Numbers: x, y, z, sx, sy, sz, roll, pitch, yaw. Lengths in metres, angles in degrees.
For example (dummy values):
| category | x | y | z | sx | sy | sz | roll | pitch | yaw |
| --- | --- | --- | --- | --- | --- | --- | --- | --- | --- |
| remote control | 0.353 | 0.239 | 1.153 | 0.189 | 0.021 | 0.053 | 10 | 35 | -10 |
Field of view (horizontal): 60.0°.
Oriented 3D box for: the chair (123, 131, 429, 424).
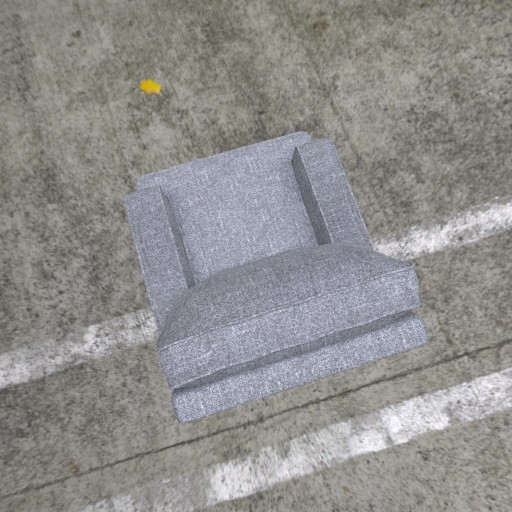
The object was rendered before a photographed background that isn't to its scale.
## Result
| category | x | y | z | sx | sy | sz | roll | pitch | yaw |
| --- | --- | --- | --- | --- | --- | --- | --- | --- | --- |
| chair | 0.000 | 0.000 | 1.687 | 0.861 | 0.962 | 0.964 | -17 | 76 | -4 |
